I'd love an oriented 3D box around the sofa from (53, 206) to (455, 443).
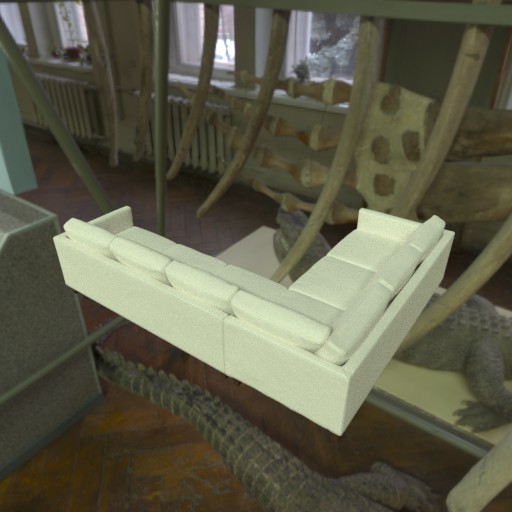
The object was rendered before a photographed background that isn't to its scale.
[{"bbox_3d":[0.000,0.000,4.512,3.182,0.863,2.432,21,37,30],"label":"sofa"}]
